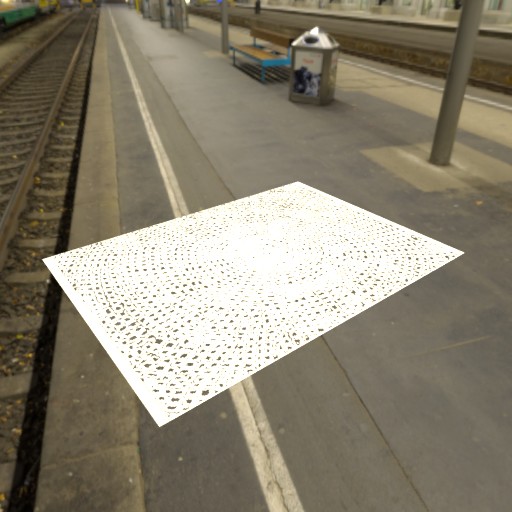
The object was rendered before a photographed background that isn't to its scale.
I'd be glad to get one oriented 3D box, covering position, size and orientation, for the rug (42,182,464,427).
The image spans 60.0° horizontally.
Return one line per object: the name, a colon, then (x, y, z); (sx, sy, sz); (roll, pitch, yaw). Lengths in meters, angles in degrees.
rug: (0.000, 0.000, 2.123); (1.634, 0.003, 1.190); (-22, 37, -32)
